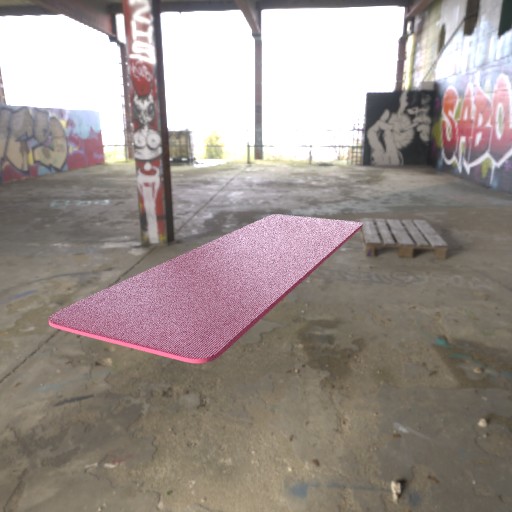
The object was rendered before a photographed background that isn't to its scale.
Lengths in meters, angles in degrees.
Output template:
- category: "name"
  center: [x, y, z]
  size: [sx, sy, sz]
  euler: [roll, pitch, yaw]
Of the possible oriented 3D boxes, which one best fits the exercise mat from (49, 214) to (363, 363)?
- category: "exercise mat"
  center: [0.000, 0.000, 2.094]
  size: [0.616, 0.021, 1.884]
  euler: [8, 19, 24]
